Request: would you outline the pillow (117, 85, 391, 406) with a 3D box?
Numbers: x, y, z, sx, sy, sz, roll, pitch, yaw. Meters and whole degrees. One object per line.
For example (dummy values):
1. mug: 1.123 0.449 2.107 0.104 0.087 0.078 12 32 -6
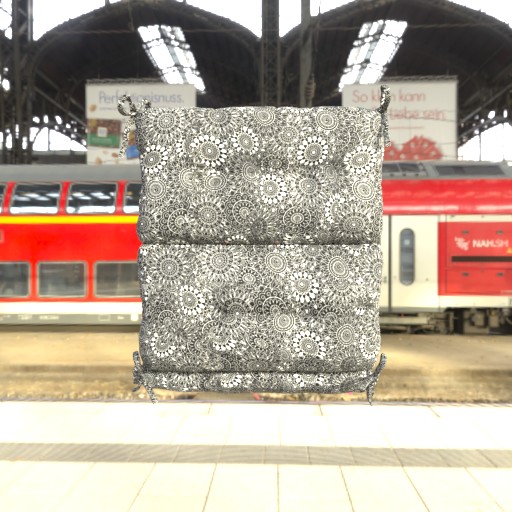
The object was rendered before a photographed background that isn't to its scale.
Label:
1. pillow: 0.000 0.000 1.046 0.519 0.605 0.571 0 0 1
